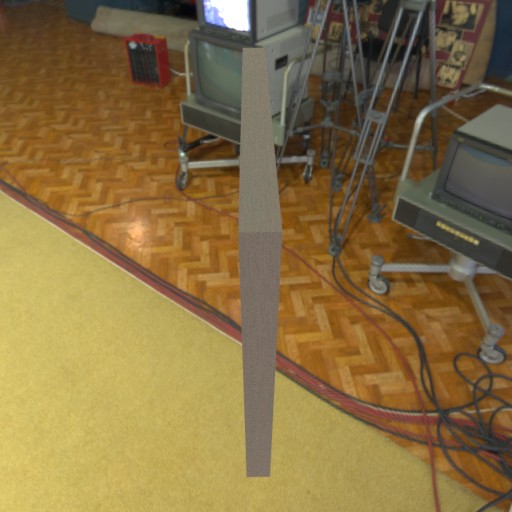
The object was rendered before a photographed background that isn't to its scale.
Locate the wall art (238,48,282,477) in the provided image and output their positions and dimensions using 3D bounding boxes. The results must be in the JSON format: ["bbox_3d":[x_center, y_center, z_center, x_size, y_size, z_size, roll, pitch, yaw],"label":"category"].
[{"bbox_3d":[0.000,0.000,0.740,0.038,0.506,0.508,-1,42,-1],"label":"wall art"}]
